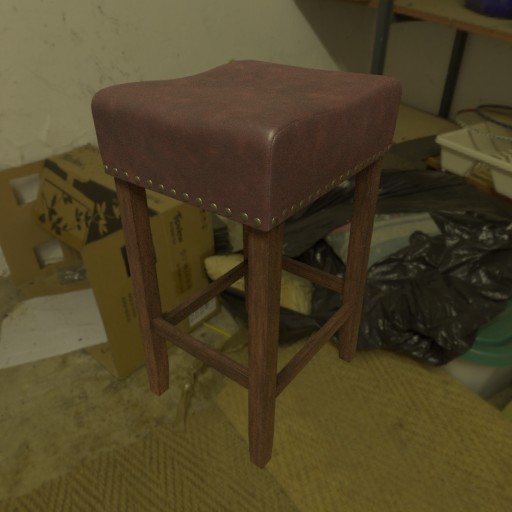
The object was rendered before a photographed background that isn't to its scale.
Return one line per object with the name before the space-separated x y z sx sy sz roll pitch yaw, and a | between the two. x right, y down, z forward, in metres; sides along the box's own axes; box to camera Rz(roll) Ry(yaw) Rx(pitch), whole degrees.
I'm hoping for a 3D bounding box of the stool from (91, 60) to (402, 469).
stool | 0.000 0.000 1.028 0.401 0.769 0.465 22 38 31
